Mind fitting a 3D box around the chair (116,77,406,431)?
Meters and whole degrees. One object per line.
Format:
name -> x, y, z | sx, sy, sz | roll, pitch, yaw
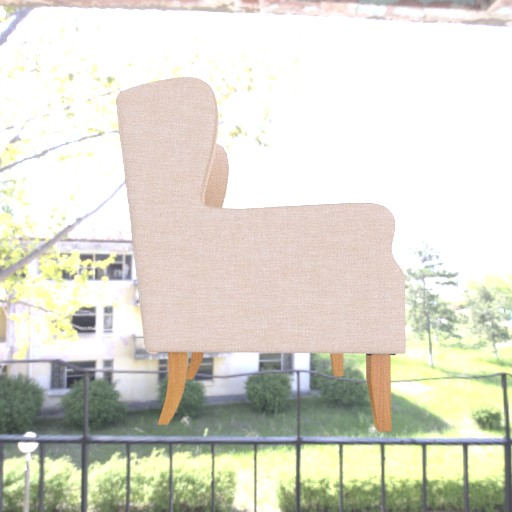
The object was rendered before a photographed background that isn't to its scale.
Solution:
chair -> 0.000, 0.000, 1.475 | 0.760, 0.930, 0.710 | 0, -2, -1
